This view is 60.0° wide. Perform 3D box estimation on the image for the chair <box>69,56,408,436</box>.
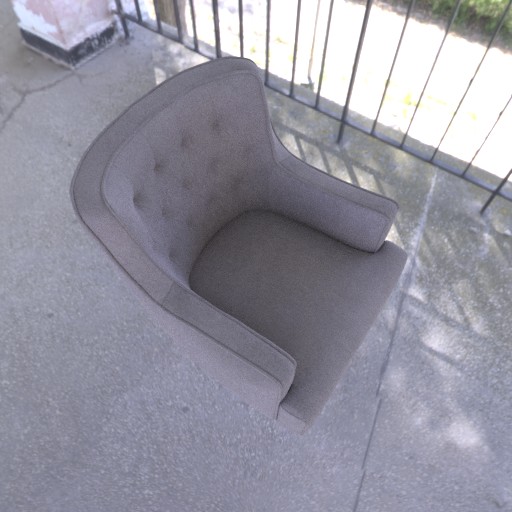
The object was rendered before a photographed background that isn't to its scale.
[{"bbox_3d":[0.000,0.000,1.558,0.910,0.919,0.781,30,63,17],"label":"chair"}]
